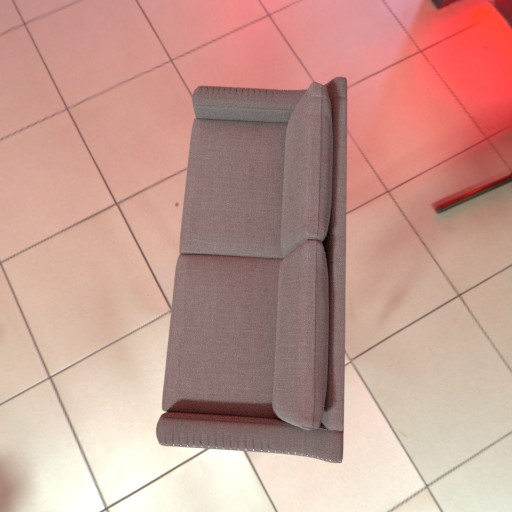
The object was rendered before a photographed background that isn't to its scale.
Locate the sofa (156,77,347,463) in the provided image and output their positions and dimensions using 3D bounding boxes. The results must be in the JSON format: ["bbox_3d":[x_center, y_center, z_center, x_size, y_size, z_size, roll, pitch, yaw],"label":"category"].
[{"bbox_3d":[0.000,0.000,2.737,1.000,0.857,2.208,3,76,1],"label":"sofa"}]
